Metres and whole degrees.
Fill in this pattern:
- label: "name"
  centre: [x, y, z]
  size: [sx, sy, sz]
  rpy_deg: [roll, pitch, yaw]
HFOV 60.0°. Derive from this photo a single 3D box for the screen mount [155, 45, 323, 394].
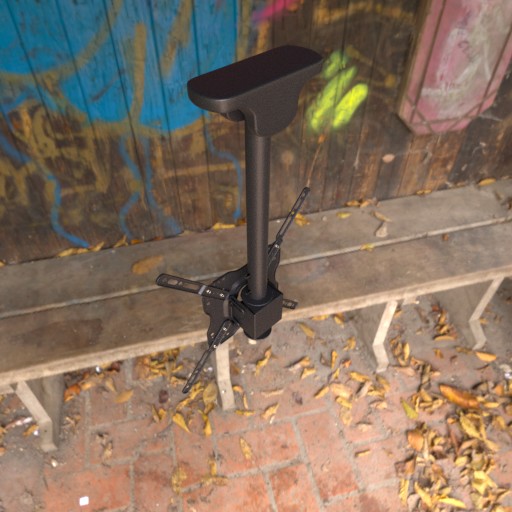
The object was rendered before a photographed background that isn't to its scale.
- label: "screen mount"
  centre: [0.000, 0.000, 0.864]
  size: [0.393, 0.729, 0.090]
  rpy_deg: [-33, 54, -29]
